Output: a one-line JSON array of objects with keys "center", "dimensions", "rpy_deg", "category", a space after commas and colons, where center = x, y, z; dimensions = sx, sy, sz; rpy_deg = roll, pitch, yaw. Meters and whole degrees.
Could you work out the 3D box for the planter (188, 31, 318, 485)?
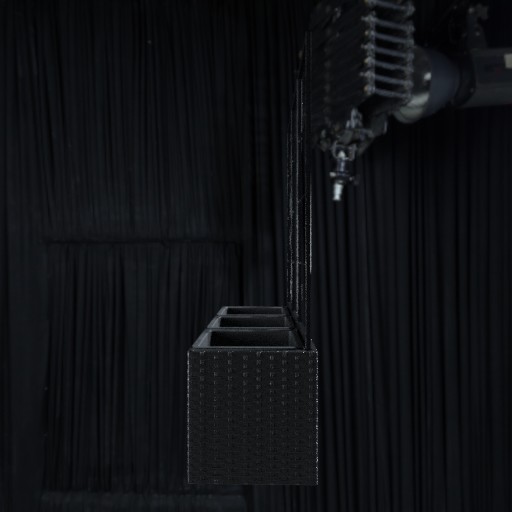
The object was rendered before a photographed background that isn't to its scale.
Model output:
[{"center": [0.000, 0.000, 1.162], "dimensions": [0.244, 0.841, 0.698], "rpy_deg": [0, 0, 1], "category": "planter"}]
